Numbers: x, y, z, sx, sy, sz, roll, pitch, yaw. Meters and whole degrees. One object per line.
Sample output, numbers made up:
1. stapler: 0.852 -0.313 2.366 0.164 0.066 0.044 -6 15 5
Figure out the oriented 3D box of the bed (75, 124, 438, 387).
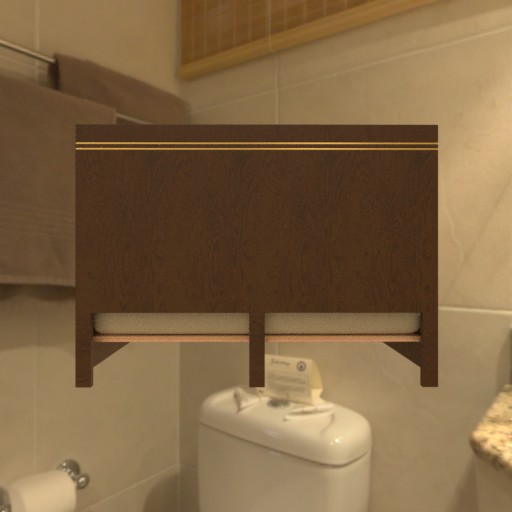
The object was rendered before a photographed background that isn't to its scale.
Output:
1. bed: 0.000 0.000 3.079 1.613 1.169 2.221 0 0 0
